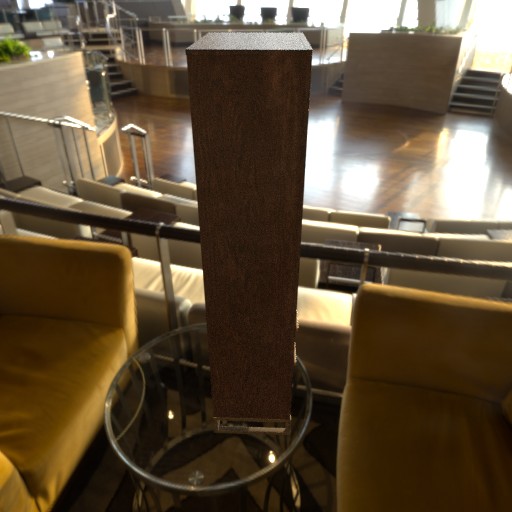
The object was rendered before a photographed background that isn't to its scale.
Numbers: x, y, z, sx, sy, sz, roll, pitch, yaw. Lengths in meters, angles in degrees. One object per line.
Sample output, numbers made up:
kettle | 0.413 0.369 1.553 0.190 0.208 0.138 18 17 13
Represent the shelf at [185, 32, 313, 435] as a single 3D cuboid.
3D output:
shelf | 0.000 0.000 1.965 0.395 1.732 0.539 1 31 2
